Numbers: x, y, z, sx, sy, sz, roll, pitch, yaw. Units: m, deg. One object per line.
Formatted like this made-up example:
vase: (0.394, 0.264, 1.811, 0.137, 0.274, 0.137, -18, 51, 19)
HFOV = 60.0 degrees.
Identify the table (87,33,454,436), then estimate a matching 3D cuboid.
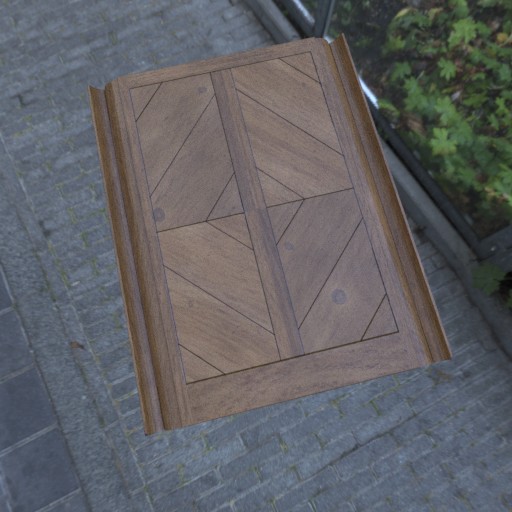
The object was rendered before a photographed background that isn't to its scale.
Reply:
table: (0.000, 0.000, 1.270, 0.591, 0.763, 0.746, -13, 76, -3)
